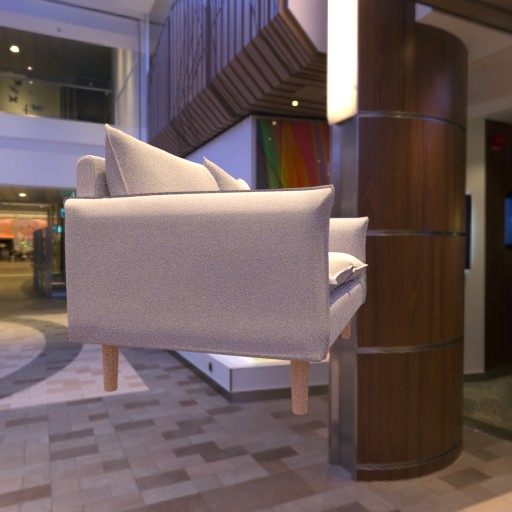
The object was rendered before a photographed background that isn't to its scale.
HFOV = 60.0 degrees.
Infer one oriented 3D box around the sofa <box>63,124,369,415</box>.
[{"bbox_3d":[0.000,0.000,1.807,0.820,0.840,1.300,0,1,18],"label":"sofa"}]
